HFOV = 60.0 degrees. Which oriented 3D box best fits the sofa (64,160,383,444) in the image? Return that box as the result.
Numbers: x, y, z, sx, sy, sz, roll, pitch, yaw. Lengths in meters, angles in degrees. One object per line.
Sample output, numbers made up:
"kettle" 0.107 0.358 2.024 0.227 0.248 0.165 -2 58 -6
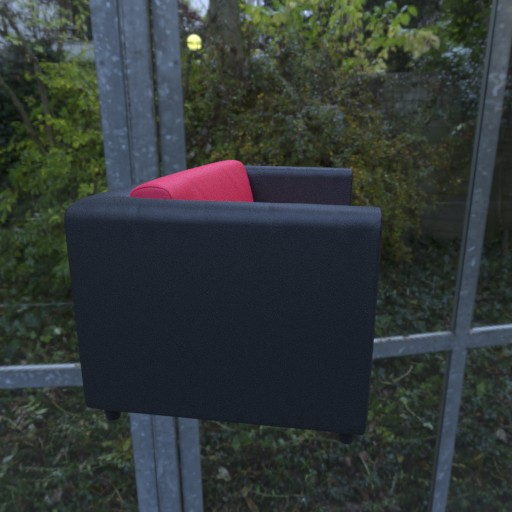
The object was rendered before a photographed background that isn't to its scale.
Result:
"sofa" 0.000 0.000 1.862 0.845 0.735 1.410 2 16 8
